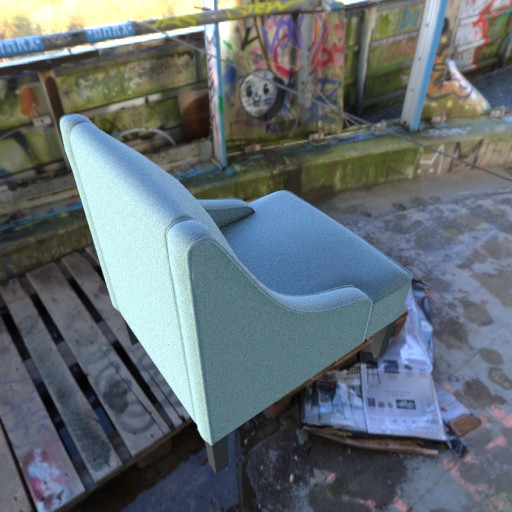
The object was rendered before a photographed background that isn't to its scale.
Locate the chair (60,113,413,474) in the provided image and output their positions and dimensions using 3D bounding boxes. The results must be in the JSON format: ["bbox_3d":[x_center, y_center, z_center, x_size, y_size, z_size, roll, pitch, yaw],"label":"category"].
[{"bbox_3d":[0.000,0.000,1.786,1.025,1.133,0.857,-26,47,-27],"label":"chair"}]
